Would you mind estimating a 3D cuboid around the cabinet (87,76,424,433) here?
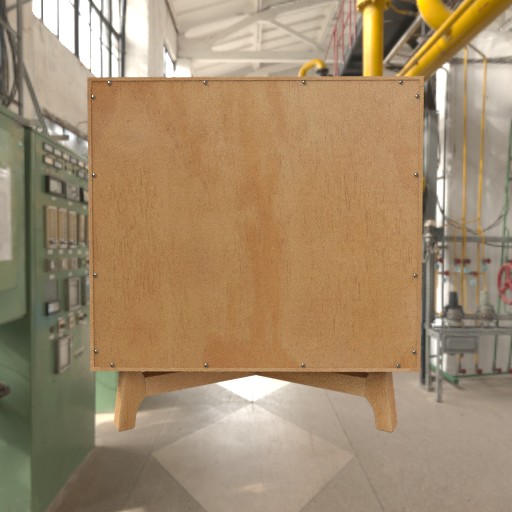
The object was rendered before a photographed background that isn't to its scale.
[{"bbox_3d":[0.000,0.000,0.930,0.551,0.599,0.394,0,2,1],"label":"cabinet"}]
